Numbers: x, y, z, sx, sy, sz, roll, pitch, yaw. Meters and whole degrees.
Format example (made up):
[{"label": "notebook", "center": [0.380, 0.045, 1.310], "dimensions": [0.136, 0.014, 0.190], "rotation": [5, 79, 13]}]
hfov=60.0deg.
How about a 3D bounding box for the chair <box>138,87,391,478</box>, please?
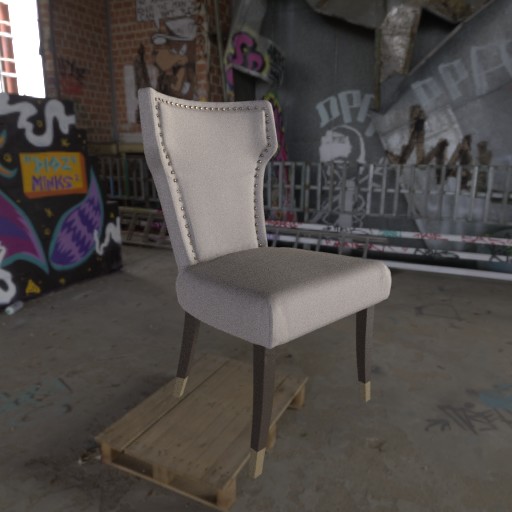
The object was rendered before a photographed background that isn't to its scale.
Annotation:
[{"label": "chair", "center": [0.000, 0.000, 1.335], "dimensions": [0.526, 0.950, 0.630], "rotation": [-13, 18, -42]}]
